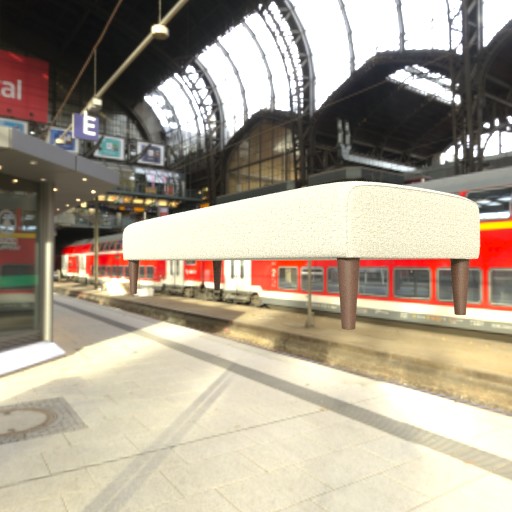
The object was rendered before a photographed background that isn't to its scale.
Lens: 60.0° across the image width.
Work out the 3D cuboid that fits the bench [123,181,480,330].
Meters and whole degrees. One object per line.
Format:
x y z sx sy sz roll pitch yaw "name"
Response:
0.000 0.000 1.859 0.631 0.383 1.598 1 -1 -35 "bench"
